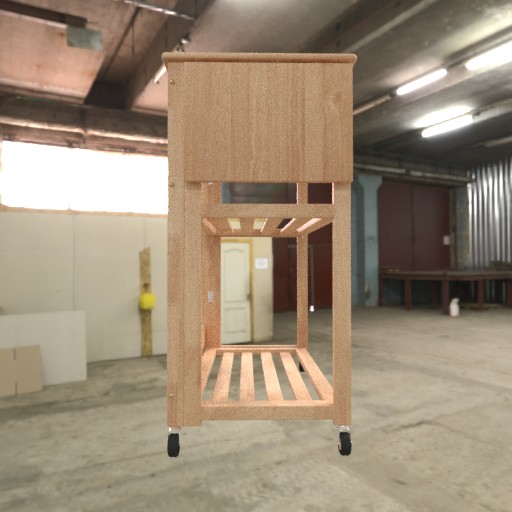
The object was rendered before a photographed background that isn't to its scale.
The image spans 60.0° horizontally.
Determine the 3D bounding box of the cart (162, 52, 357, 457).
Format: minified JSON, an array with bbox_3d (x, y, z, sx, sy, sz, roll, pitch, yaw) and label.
[{"bbox_3d":[0.000,0.000,1.372,0.432,0.879,0.853,0,-1,-1],"label":"cart"}]
